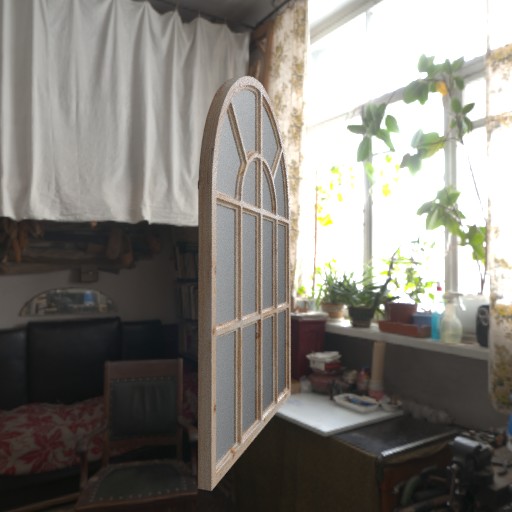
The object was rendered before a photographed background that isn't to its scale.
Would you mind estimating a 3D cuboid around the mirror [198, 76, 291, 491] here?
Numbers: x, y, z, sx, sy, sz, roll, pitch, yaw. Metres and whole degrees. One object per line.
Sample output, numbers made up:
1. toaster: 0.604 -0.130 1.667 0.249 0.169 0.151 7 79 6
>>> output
1. mirror: 0.000 0.000 1.185 0.032 0.920 0.660 0 -1 18
